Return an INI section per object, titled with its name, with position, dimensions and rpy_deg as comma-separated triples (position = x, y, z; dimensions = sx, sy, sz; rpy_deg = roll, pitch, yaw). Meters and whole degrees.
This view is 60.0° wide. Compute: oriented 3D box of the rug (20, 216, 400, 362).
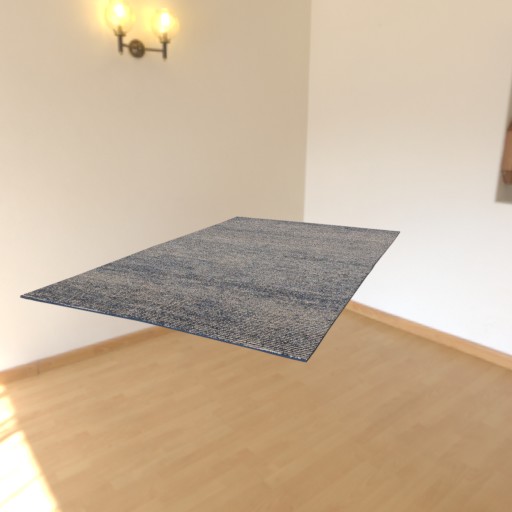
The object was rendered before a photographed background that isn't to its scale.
[rug]
position = 0.000, 0.000, 2.238
dimensions = 1.159, 0.025, 1.793
rpy_deg = 7, 18, 24
